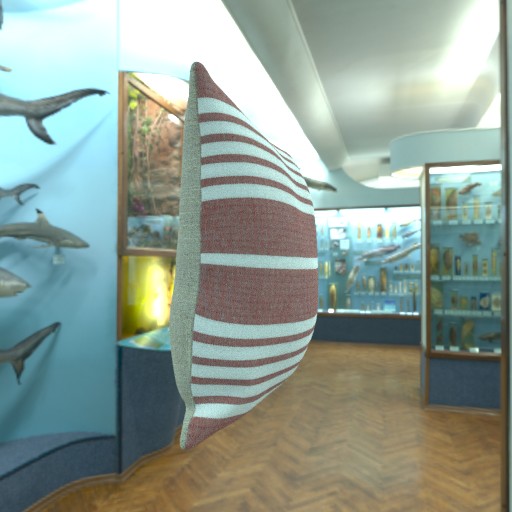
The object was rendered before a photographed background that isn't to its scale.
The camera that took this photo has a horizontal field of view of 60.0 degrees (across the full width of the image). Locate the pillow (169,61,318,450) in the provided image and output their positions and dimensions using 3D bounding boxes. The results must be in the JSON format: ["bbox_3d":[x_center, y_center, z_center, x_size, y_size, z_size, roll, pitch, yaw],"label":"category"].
[{"bbox_3d":[0.000,0.000,0.681,0.182,0.427,0.439,0,-1,18],"label":"pillow"}]
